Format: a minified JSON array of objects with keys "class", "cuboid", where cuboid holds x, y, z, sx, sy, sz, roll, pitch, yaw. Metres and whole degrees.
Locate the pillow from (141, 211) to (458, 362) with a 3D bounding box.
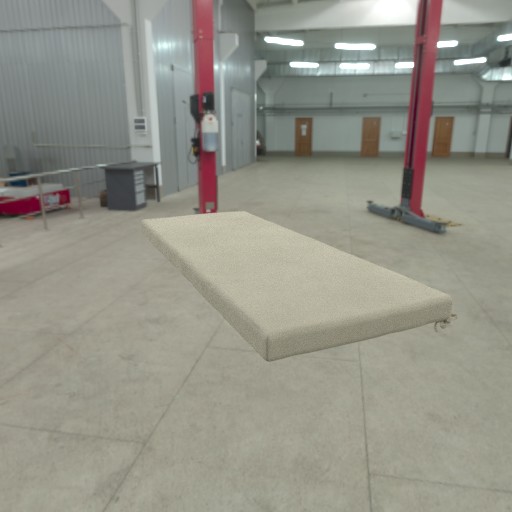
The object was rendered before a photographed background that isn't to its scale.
[{"class":"pillow","cuboid":[0.000,0.000,1.372,0.492,0.081,1.187,-7,17,-24]}]
